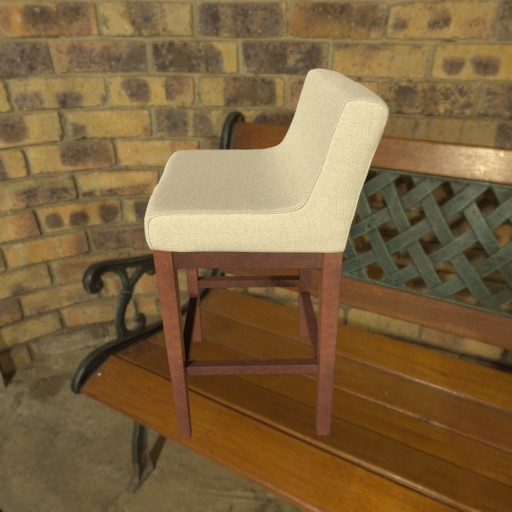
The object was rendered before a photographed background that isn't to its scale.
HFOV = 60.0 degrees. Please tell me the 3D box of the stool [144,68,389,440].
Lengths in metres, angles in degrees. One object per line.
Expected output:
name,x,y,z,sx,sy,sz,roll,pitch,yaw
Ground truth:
stool,0.000,0.000,1.247,0.500,0.937,0.511,-1,28,-2
